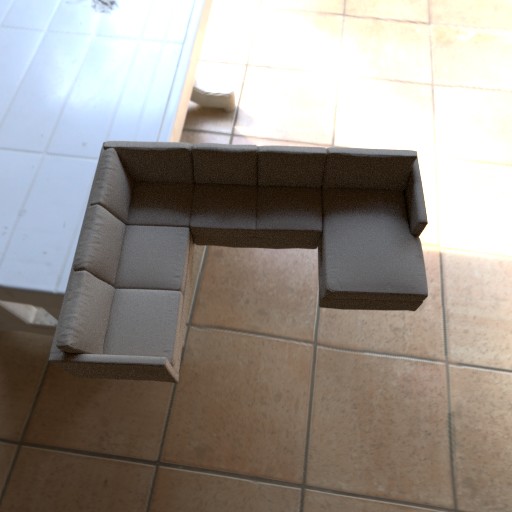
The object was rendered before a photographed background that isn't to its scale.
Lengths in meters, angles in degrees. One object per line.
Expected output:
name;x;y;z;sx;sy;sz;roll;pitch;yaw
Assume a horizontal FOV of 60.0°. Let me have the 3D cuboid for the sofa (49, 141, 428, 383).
sofa;0.000;0.000;4.503;3.460;0.882;2.427;2;63;1
